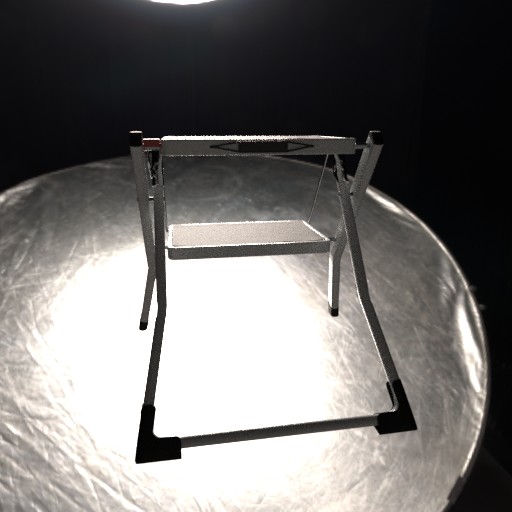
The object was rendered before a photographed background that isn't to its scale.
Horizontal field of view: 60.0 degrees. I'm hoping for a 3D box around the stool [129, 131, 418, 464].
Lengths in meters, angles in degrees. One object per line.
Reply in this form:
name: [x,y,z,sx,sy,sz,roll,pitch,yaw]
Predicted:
stool: [0.000,0.000,0.820,0.485,0.445,0.490,-3,17,-9]
